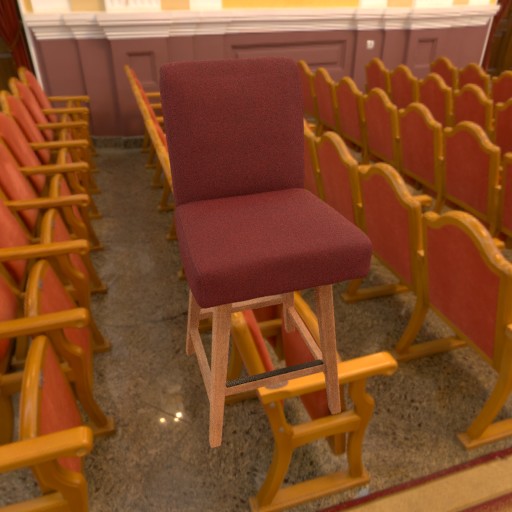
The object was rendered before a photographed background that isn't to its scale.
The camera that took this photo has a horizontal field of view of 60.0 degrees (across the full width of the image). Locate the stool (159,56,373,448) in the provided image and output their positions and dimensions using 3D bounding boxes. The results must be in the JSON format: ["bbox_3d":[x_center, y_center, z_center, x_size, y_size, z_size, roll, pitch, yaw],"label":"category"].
[{"bbox_3d":[0.000,0.000,1.347,0.468,1.038,0.562,-10,34,-15],"label":"stool"}]
